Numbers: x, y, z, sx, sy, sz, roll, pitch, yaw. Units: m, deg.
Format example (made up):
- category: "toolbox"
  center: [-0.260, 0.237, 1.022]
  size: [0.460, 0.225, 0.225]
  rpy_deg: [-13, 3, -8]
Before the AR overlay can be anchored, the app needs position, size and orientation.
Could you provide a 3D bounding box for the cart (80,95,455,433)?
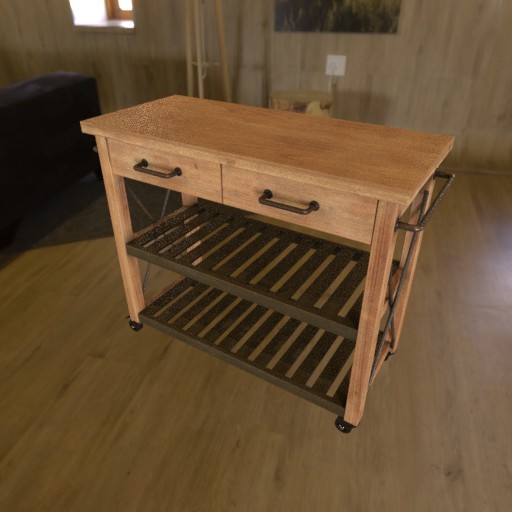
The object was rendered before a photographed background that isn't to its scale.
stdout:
- category: "cart"
  center: [0.000, 0.000, 0.970]
  size: [0.686, 0.554, 0.298]
  rpy_deg: [18, 36, 27]
